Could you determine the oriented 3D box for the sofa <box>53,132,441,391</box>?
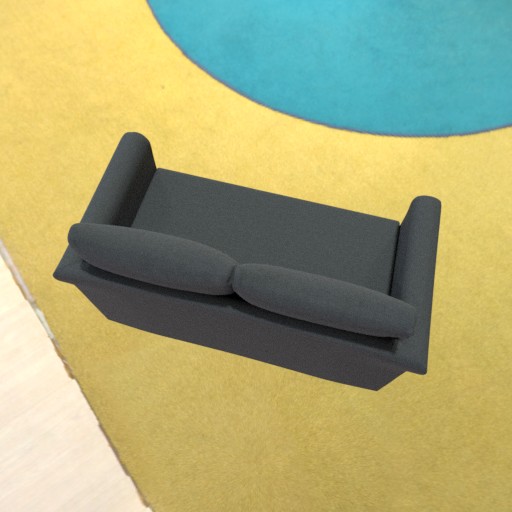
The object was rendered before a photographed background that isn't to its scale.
[{"bbox_3d":[0.000,0.000,1.967,1.460,0.872,0.741,14,65,6],"label":"sofa"}]
